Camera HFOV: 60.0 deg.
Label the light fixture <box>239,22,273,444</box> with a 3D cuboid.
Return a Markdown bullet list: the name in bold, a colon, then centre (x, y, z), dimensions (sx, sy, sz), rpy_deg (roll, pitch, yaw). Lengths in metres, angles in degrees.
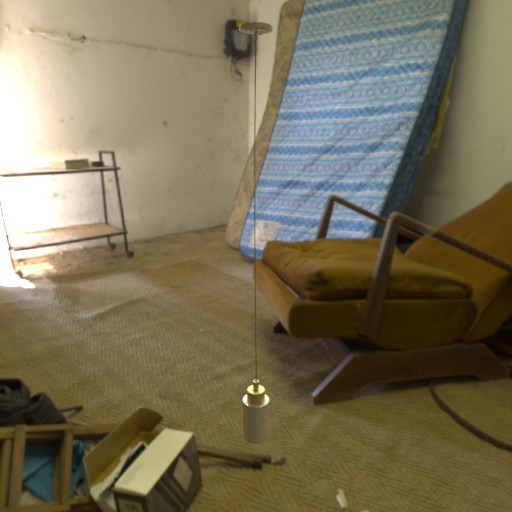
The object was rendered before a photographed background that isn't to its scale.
- **light fixture**: centre (0.000, 0.000, 1.908), dimensions (0.125, 1.798, 0.125), rpy_deg (8, 17, 26)
